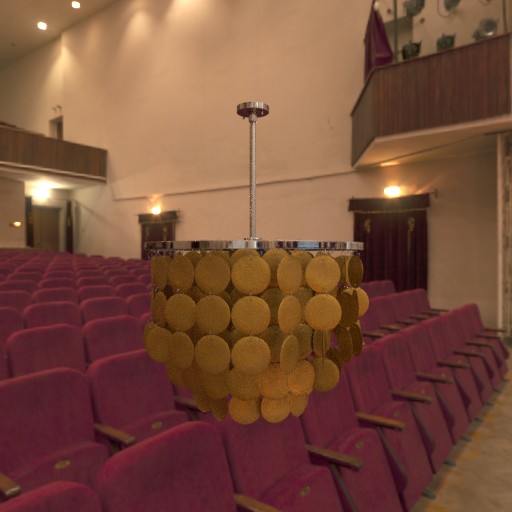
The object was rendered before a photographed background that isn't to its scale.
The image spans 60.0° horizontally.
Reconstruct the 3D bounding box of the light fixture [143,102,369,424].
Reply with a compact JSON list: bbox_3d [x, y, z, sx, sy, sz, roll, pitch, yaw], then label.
[{"bbox_3d":[0.000,0.000,0.732,0.368,0.492,0.368,0,0,0],"label":"light fixture"}]
